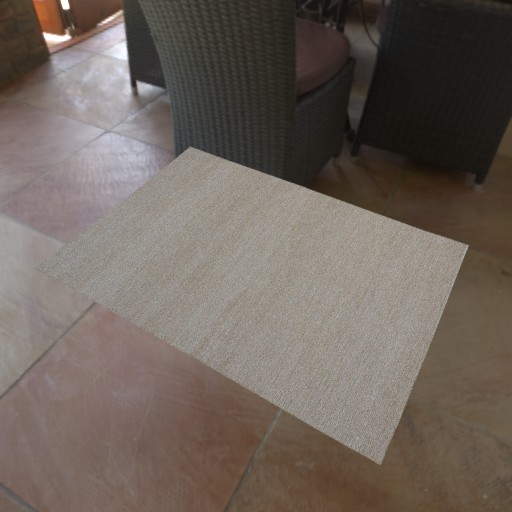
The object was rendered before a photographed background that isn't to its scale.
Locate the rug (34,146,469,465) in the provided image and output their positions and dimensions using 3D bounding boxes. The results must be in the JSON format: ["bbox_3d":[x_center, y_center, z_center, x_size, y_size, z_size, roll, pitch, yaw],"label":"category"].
[{"bbox_3d":[0.000,0.000,3.557,2.869,0.038,2.032,24,50,21],"label":"rug"}]
